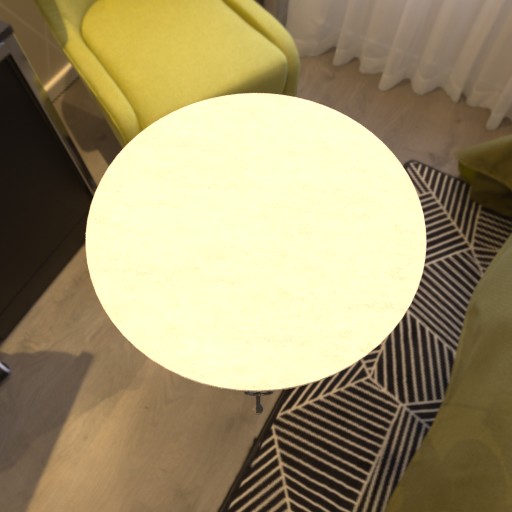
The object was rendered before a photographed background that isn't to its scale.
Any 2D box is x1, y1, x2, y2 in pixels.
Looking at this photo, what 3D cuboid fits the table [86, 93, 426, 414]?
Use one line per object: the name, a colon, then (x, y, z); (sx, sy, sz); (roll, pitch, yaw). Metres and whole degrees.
table: (0.000, 0.000, 1.383); (0.889, 0.470, 0.889); (0, 64, 0)
